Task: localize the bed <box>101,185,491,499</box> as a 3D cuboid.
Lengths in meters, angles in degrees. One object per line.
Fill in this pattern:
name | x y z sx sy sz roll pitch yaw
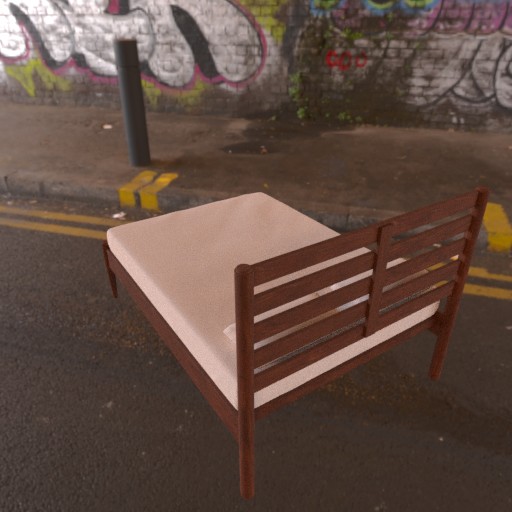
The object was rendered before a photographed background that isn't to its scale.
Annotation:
bed | 0.000 0.000 2.963 1.509 1.304 2.093 -18 34 -29
